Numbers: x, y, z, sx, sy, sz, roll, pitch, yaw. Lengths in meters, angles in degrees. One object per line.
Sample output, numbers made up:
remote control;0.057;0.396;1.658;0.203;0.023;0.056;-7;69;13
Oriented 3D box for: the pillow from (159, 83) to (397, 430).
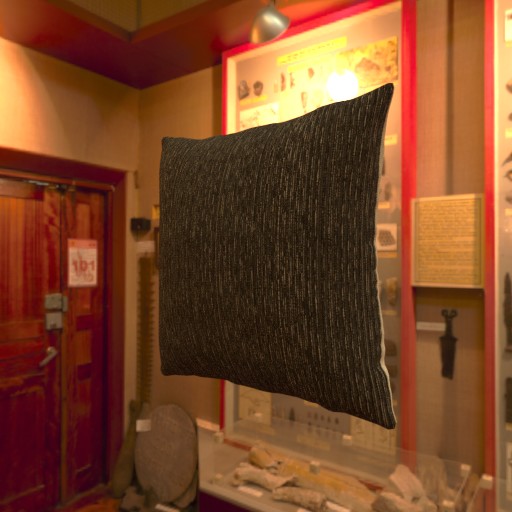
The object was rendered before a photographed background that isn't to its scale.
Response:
pillow;0.000;0.000;0.678;0.433;0.434;0.196;0;0;37
